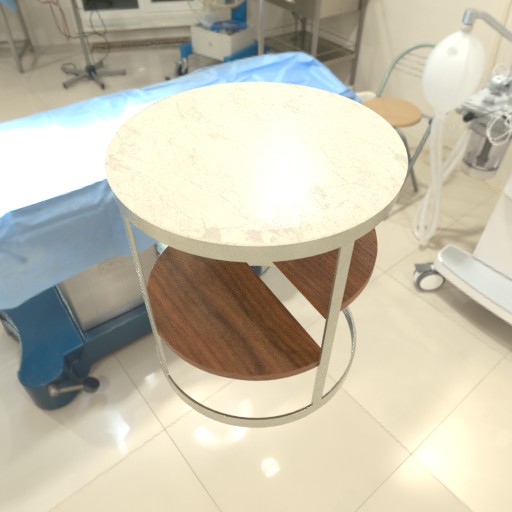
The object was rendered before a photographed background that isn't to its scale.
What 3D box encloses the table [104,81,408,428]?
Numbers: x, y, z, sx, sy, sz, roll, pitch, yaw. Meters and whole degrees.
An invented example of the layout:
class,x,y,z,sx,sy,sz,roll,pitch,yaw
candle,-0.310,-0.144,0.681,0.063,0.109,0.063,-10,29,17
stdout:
class,x,y,z,sx,sy,sz,roll,pitch,yaw
table,0.000,0.000,0.763,0.407,0.447,0.407,0,44,0
